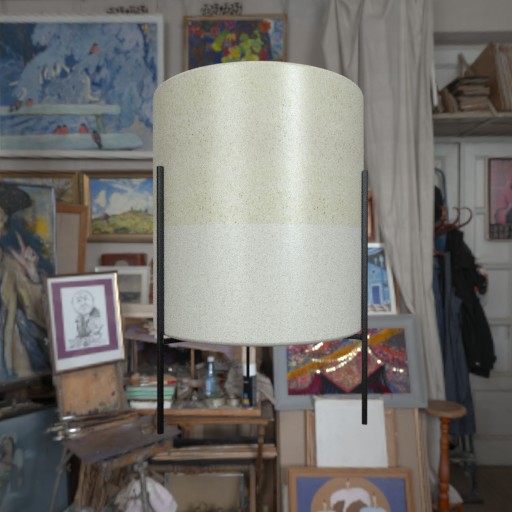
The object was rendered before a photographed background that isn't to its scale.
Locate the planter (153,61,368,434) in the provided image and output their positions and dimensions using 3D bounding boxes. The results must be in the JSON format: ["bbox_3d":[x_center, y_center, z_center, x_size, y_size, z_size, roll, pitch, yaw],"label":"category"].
[{"bbox_3d":[0.000,0.000,0.700,0.333,0.483,0.324,0,1,-37],"label":"planter"}]
